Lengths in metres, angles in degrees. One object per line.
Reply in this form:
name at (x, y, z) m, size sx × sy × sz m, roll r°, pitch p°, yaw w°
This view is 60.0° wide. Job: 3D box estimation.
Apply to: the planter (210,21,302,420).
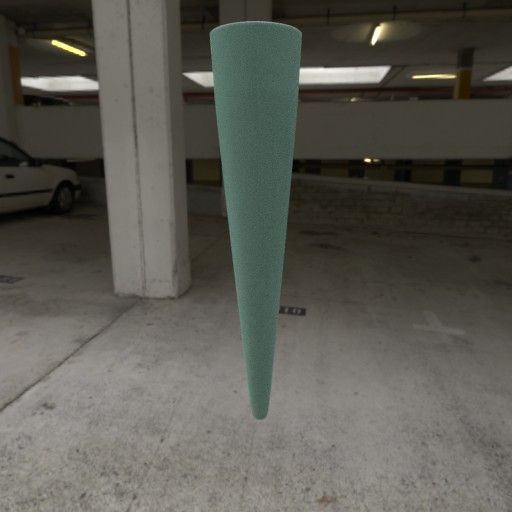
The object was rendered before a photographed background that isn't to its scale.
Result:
planter at (0.000, 0.000, 0.292) m, size 0.054 × 0.268 × 0.055 m, roll 2°, pitch 13°, yaw 8°
